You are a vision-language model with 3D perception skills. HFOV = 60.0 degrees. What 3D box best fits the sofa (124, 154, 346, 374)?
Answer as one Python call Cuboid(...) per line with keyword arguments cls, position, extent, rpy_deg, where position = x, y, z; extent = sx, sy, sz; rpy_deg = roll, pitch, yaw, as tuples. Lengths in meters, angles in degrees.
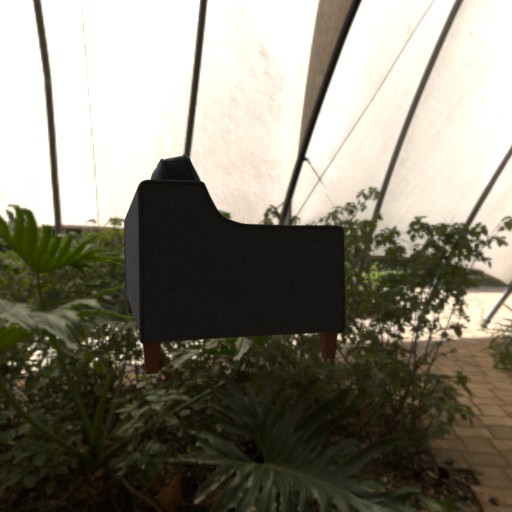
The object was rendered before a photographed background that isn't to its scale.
Cuboid(cls="sofa", position=(0.000, 0.000, 3.359), extent=(1.858, 1.066, 2.317), rpy_deg=(0, 0, -18))
